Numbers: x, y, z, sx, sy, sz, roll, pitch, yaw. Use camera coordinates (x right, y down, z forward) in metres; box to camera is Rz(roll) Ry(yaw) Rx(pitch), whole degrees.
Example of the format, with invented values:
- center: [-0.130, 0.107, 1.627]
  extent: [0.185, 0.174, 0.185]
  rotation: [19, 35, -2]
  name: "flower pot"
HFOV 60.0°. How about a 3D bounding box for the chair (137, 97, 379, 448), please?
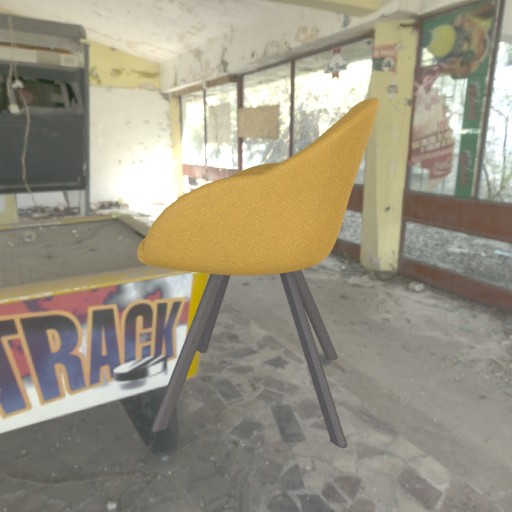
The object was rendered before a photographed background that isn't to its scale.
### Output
- center: [0.000, 0.000, 1.190]
  extent: [0.583, 0.793, 0.551]
  rotation: [2, 14, 7]
  name: "chair"
